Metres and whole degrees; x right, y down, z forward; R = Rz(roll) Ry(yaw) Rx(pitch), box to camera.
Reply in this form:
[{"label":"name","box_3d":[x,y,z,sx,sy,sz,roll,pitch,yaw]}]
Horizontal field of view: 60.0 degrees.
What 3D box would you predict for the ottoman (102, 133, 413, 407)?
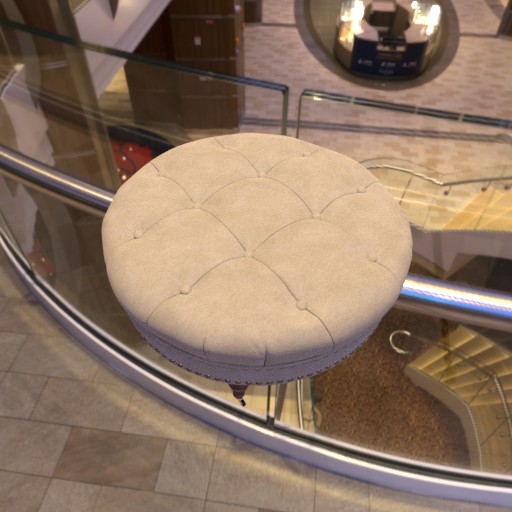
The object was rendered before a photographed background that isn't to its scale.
[{"label":"ottoman","box_3d":[0.000,0.000,1.407,0.901,0.439,0.901,0,47,0]}]
